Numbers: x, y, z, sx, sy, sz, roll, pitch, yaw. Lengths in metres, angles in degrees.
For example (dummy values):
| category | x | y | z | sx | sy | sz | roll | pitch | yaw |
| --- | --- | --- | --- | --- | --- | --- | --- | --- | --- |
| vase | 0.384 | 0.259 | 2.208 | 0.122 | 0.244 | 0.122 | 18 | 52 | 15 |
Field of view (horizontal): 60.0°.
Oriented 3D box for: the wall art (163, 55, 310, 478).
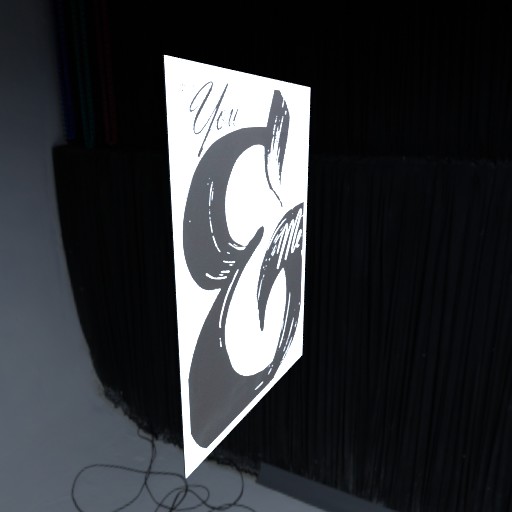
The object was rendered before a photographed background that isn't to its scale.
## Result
| category | x | y | z | sx | sy | sz | roll | pitch | yaw |
| --- | --- | --- | --- | --- | --- | --- | --- | --- | --- |
| wall art | 0.000 | 0.000 | 0.805 | 0.003 | 0.609 | 0.457 | 8 | 18 | 28 |
